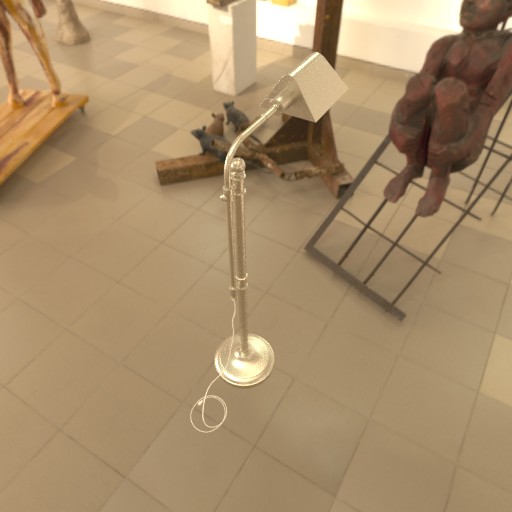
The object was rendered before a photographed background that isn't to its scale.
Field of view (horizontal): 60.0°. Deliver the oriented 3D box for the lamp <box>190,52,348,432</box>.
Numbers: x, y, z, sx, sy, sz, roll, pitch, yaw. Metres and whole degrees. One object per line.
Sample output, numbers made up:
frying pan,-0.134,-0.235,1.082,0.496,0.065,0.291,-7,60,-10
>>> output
lamp,0.000,0.000,0.963,0.159,0.708,0.546,24,51,21
